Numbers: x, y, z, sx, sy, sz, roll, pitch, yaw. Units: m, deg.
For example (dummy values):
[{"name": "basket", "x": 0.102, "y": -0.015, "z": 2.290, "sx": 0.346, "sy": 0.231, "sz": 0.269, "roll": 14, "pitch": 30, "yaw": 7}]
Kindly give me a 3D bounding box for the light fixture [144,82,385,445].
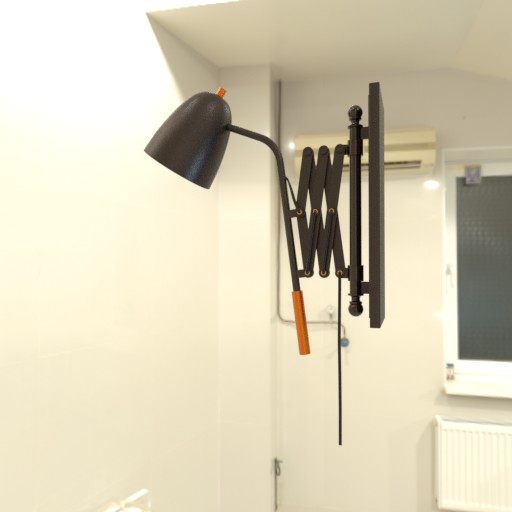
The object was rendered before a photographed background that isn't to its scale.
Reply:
[{"name": "light fixture", "x": 0.000, "y": 0.000, "z": 0.908, "sx": 0.499, "sy": 0.715, "sz": 0.162, "roll": 0, "pitch": -1, "yaw": 19}]
